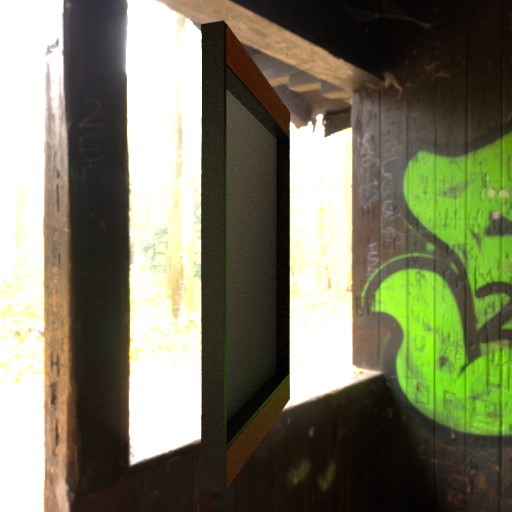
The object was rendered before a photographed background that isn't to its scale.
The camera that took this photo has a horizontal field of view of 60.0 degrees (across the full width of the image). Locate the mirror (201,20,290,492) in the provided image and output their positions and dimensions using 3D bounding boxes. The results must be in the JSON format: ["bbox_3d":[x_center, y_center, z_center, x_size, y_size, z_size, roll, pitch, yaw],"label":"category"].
[{"bbox_3d":[0.000,0.000,1.029,0.047,0.823,0.525,0,0,17],"label":"mirror"}]
